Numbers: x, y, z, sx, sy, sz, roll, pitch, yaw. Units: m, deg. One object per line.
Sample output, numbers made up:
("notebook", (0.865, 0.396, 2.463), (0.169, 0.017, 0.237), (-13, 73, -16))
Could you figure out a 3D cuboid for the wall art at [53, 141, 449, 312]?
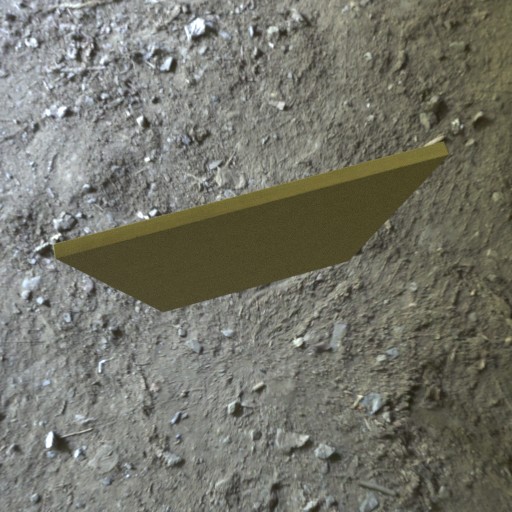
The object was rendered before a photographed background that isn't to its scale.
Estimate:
("wall art", (0.000, 0.000, 1.356), (0.798, 1.002, 0.030), (-15, 77, -3))
